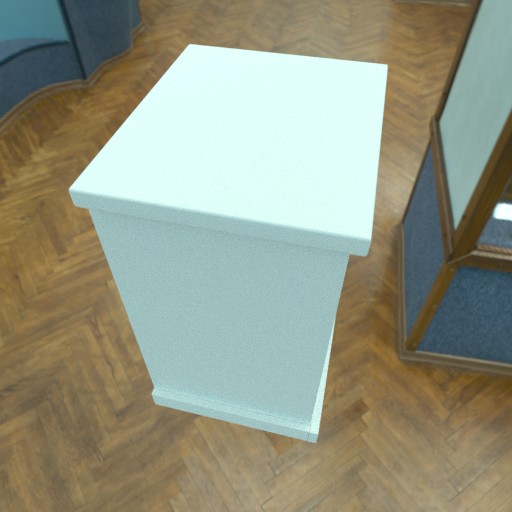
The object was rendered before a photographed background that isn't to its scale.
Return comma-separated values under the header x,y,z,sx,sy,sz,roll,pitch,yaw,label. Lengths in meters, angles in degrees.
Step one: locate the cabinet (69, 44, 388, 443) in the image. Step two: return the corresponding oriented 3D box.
x,y,z,sx,sy,sz,roll,pitch,yaw,label
0.000,0.000,1.037,0.431,0.723,0.520,10,48,9,cabinet
